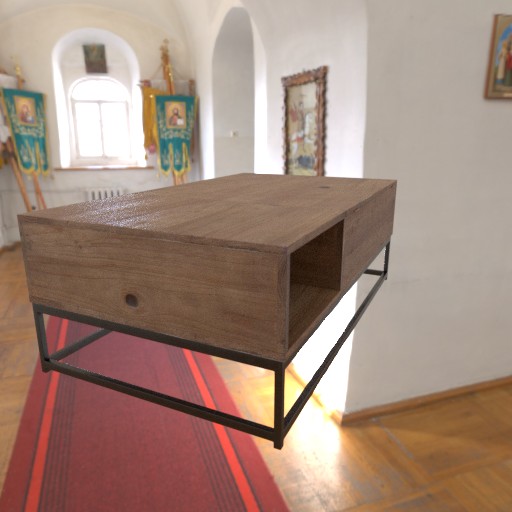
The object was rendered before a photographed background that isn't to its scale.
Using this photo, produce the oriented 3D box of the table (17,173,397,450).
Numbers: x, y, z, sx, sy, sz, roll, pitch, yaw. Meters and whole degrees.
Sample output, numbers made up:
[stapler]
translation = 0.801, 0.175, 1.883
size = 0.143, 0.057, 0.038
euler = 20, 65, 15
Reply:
[table]
translation = 0.000, 0.000, 1.382
size = 0.655, 0.395, 1.101
euler = 8, 18, 25
